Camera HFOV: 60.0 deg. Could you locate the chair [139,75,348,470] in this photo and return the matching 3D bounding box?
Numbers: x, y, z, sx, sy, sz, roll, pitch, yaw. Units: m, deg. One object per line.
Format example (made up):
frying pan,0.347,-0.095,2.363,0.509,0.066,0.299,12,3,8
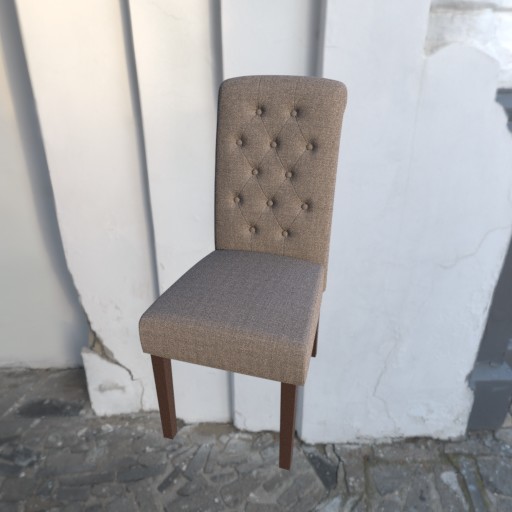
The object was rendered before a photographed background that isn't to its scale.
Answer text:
chair,0.000,0.000,1.374,0.456,1.006,0.671,8,27,15
